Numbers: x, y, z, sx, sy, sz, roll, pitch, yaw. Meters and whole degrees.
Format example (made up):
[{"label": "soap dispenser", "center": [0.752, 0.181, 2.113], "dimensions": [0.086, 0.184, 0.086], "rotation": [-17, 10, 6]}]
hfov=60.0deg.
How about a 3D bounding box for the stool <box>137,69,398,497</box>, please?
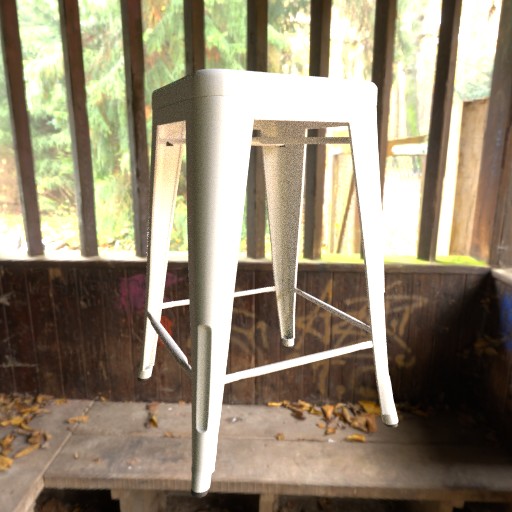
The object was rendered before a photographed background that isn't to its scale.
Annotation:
[{"label": "stool", "center": [0.000, 0.000, 0.847], "dimensions": [0.406, 0.610, 0.406], "rotation": [-7, 15, -26]}]
